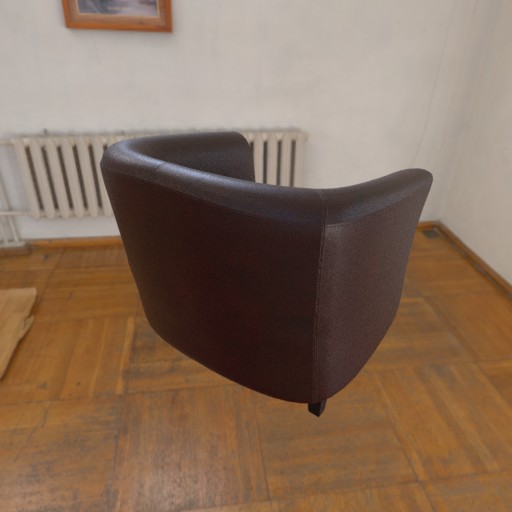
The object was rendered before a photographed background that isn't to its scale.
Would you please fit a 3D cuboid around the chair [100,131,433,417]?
[{"bbox_3d":[0.000,0.000,1.368,0.792,0.756,0.727,21,36,32],"label":"chair"}]
